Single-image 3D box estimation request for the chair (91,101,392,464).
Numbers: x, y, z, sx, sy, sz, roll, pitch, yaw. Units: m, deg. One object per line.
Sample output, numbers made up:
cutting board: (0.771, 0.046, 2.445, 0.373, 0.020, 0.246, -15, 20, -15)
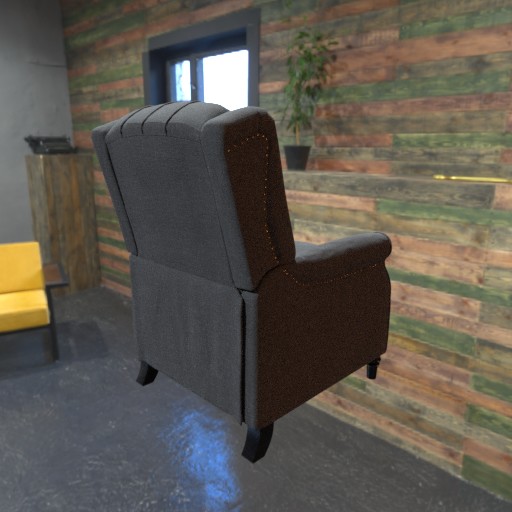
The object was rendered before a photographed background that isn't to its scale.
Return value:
chair: (0.000, 0.000, 1.637, 0.898, 1.035, 0.742, -13, 19, -43)
